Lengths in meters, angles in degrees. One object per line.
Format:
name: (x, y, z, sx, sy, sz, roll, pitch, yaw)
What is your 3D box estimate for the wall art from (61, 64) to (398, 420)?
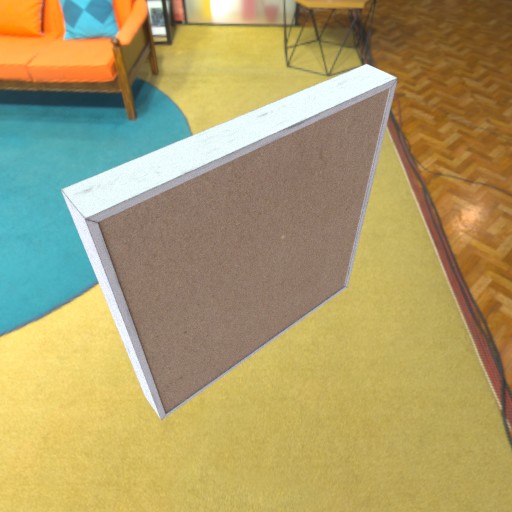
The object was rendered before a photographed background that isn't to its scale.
wall art: (0.000, 0.000, 0.463, 0.305, 0.305, 0.038, -31, 54, -25)
